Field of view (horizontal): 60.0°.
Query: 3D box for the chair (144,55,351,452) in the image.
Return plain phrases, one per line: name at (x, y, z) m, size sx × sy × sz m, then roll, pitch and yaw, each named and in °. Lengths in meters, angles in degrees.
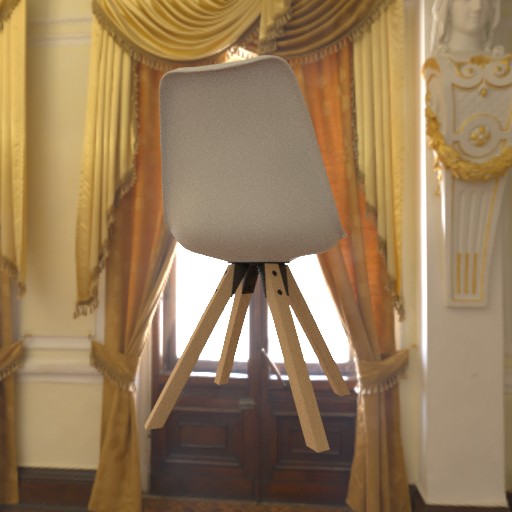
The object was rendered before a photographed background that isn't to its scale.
chair at (0.000, 0.000, 1.214) m, size 0.485 × 0.850 × 0.550 m, roll 0°, pitch -1°, yaw 18°
